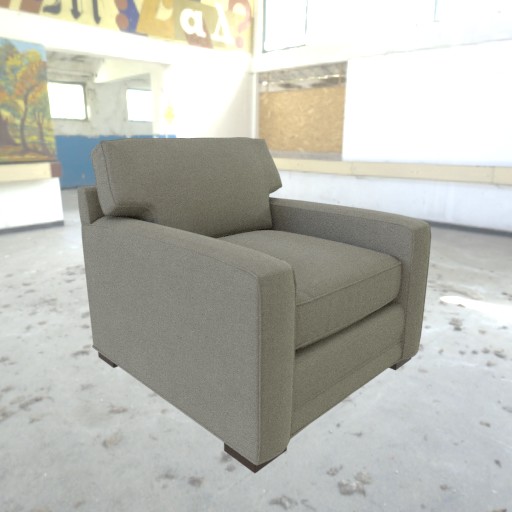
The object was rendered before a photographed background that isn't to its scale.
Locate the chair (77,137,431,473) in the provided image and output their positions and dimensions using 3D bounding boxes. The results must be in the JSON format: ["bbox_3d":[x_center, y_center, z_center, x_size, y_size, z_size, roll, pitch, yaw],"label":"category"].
[{"bbox_3d":[0.000,0.000,1.812,0.999,0.934,1.044,-15,21,-43],"label":"chair"}]
